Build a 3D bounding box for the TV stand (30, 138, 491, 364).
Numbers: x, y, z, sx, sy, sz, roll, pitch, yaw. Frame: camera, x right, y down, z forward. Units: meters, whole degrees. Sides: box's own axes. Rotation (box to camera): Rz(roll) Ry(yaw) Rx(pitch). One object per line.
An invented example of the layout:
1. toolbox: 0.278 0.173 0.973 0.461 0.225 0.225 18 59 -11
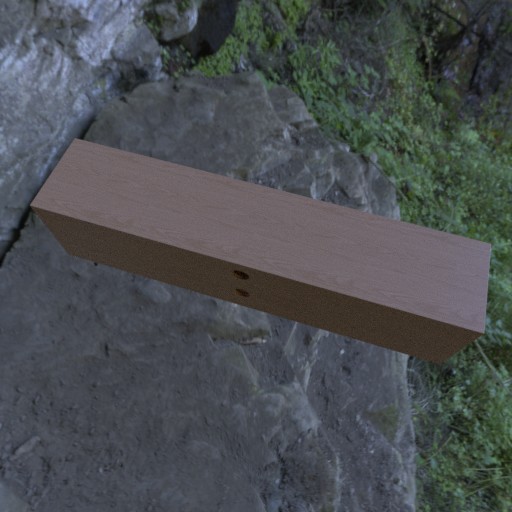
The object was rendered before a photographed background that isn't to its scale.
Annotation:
1. TV stand: 0.000 0.000 1.984 1.760 0.580 0.400 16 63 8
